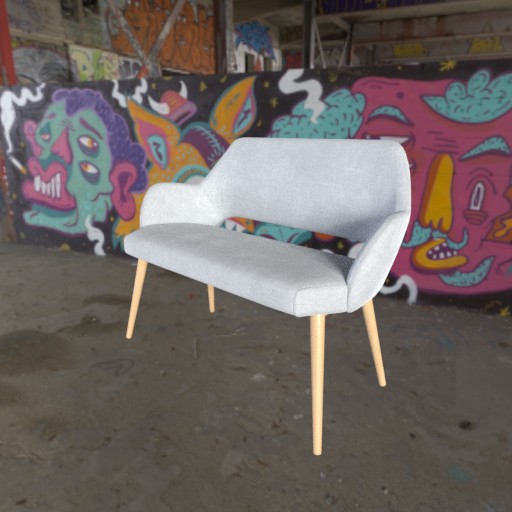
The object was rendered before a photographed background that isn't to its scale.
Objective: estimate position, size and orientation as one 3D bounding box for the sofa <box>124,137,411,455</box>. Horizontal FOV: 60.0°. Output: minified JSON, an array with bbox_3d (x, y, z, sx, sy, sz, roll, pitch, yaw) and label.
[{"bbox_3d":[0.000,0.000,1.654,1.150,0.840,0.610,15,22,43],"label":"sofa"}]
